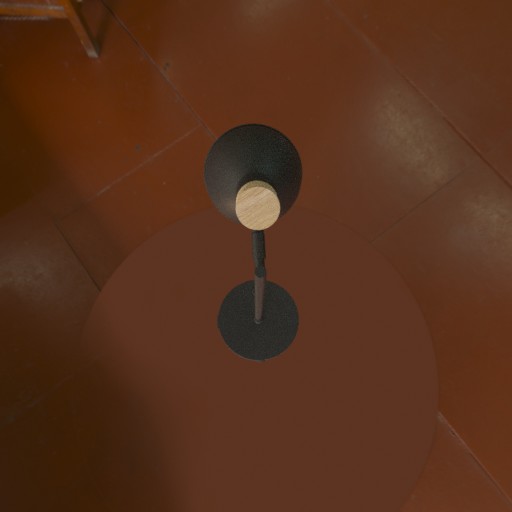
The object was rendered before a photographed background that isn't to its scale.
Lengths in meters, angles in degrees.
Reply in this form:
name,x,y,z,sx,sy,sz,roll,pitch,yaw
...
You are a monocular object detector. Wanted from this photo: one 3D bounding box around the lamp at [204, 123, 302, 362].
name,x,y,z,sx,sy,sz,roll,pitch,yaw
lamp,0.000,0.000,0.635,0.152,0.483,0.287,-3,75,-1
